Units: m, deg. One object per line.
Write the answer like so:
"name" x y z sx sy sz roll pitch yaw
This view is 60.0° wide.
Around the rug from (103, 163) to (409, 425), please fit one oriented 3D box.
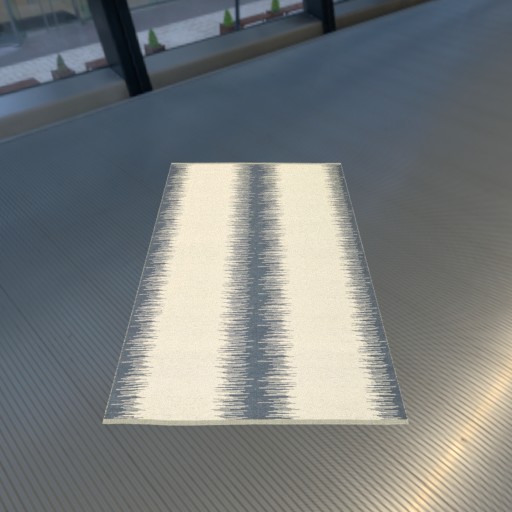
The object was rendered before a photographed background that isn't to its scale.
"rug" 0.000 0.000 3.085 1.519 0.003 2.453 0 43 0
